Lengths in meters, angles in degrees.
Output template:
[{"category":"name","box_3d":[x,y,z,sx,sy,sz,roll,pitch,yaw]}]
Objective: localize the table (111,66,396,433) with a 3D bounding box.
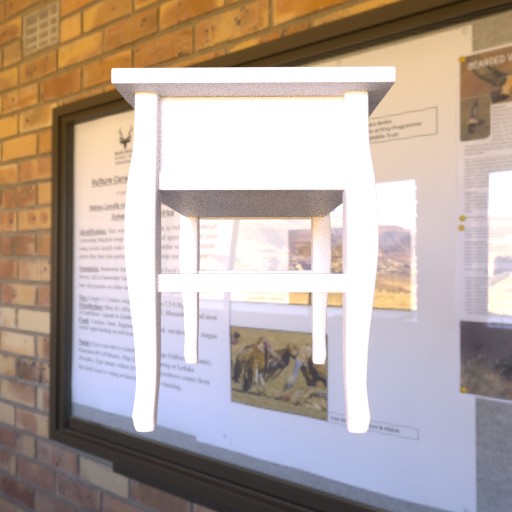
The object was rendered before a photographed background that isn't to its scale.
[{"category":"table","box_3d":[0.000,0.000,1.011,0.463,0.605,0.599,0,-1,1]}]
